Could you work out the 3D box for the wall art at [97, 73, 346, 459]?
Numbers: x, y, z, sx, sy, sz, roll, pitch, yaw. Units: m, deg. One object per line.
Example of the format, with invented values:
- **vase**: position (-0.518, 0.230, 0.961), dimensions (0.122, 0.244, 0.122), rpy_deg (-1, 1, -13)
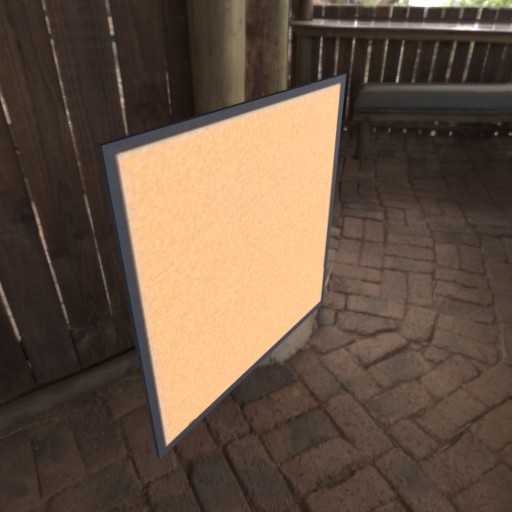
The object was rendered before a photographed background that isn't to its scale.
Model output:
- **wall art**: position (0.000, 0.000, 1.207), dimensions (0.013, 0.823, 0.823), rpy_deg (22, 38, 31)
